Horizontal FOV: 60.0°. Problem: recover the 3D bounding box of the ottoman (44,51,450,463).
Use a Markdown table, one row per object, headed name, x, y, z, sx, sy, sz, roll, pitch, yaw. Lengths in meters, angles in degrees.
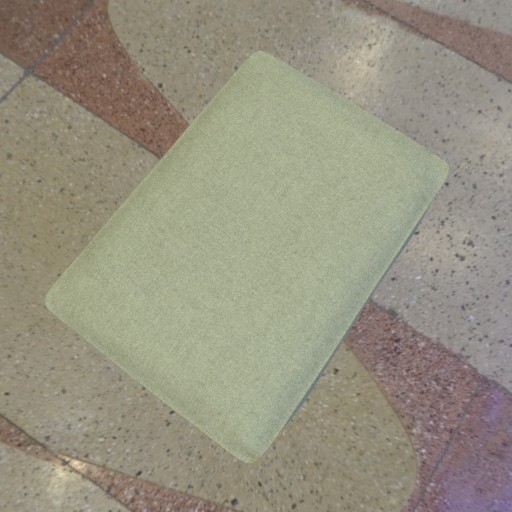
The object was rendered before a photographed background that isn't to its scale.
| name | x | y | z | sx | sy | sz | roll | pitch | yaw |
| --- | --- | --- | --- | --- | --- | --- | --- | --- | --- |
| ottoman | 0.000 | 0.000 | 1.212 | 0.611 | 0.508 | 0.848 | 35 | 78 | 9 |
